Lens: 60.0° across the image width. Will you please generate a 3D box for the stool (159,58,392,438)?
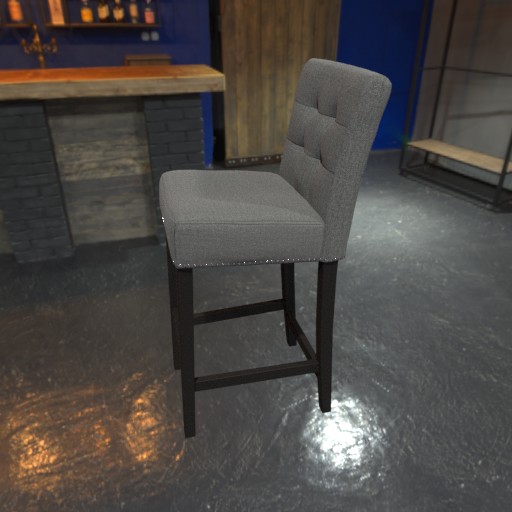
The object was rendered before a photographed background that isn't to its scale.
[{"bbox_3d":[0.000,0.000,1.329,0.548,1.047,0.411,-8,30,-13],"label":"stool"}]
